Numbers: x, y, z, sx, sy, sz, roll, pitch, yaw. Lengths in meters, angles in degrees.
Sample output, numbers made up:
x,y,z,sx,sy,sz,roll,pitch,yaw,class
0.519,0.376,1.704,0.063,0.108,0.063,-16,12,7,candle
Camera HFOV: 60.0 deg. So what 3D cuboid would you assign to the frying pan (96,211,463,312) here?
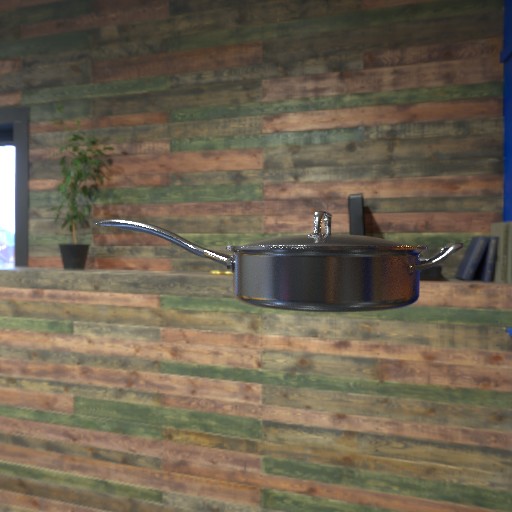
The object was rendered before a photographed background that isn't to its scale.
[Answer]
x,y,z,sx,sy,sz,roll,pitch,yaw,class
0.000,0.000,0.583,0.492,0.111,0.245,0,1,18,frying pan
